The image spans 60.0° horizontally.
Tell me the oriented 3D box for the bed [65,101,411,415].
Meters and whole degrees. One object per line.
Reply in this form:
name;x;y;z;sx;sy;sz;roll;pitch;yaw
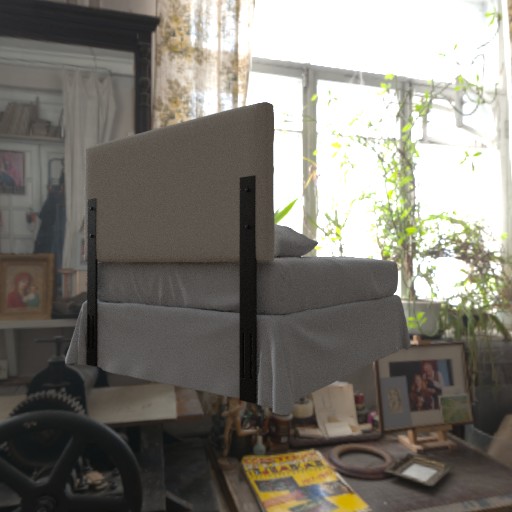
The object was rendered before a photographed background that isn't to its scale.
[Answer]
bed;0.000;0.000;3.572;1.936;1.577;2.222;-1;-1;36
